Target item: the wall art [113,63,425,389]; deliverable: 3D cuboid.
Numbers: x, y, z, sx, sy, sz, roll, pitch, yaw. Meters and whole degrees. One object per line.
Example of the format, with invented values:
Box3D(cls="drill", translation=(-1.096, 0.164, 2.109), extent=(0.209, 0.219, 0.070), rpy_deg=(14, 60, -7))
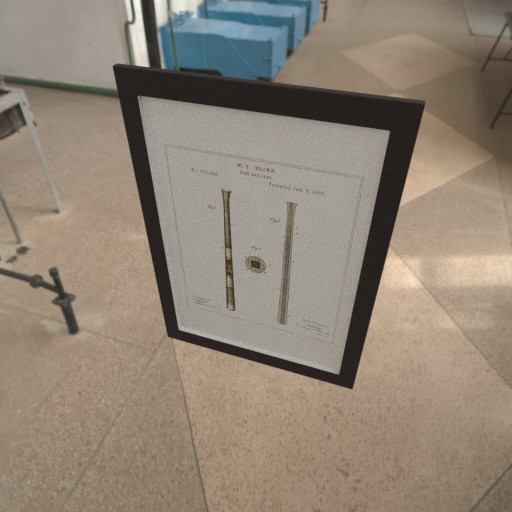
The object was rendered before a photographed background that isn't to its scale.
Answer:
Box3D(cls="wall art", translation=(0.000, 0.000, 0.681), extent=(0.374, 0.529, 0.012), rpy_deg=(13, 42, 14))
